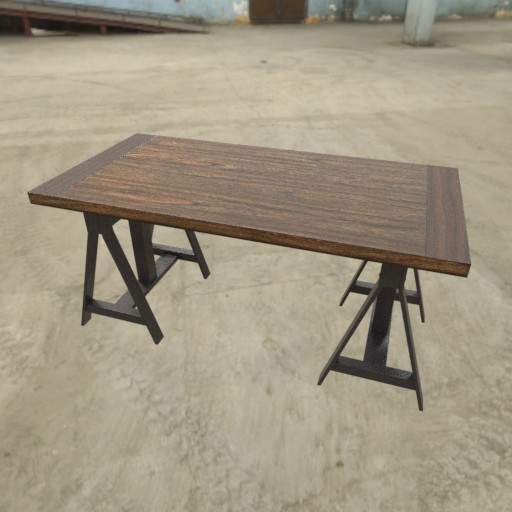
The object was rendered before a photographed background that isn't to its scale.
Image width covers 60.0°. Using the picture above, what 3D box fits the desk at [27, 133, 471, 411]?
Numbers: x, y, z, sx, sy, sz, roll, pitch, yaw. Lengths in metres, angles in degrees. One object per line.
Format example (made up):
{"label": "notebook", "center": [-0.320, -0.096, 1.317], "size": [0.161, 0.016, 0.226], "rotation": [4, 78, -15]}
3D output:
{"label": "desk", "center": [0.000, 0.000, 1.943], "size": [1.543, 0.725, 0.784], "rotation": [10, 34, 16]}
